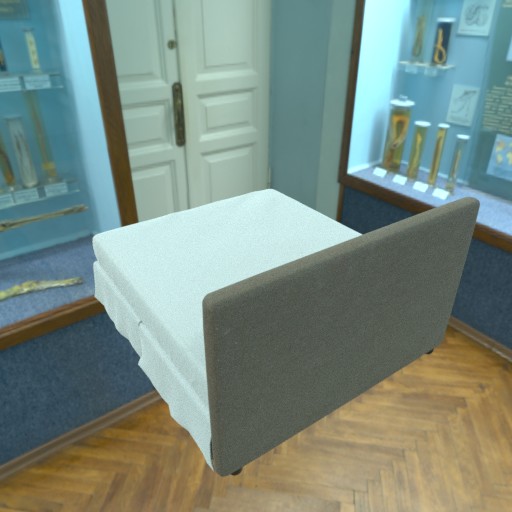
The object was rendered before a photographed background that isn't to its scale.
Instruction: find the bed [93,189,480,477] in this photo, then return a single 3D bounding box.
[{"bbox_3d":[0.000,0.000,3.541,2.119,1.317,2.341,-19,35,-29],"label":"bed"}]
